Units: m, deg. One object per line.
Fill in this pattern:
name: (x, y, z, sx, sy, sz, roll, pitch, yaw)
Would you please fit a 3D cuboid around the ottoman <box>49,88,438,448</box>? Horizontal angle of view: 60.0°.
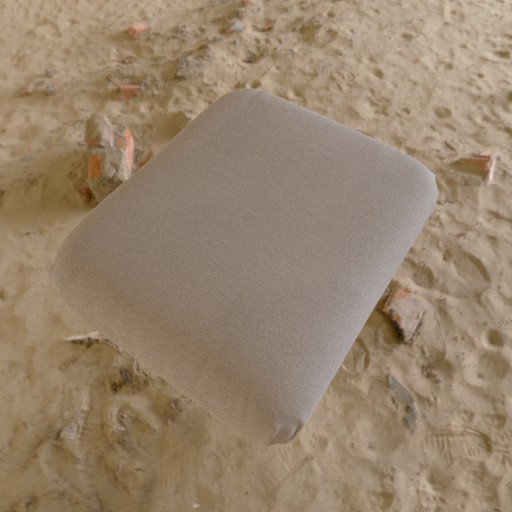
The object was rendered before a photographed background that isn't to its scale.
ottoman: (0.000, 0.000, 1.101, 0.622, 0.450, 0.746, 30, 63, 17)
